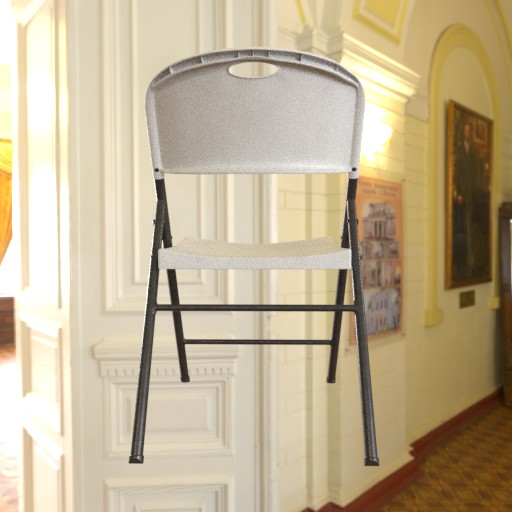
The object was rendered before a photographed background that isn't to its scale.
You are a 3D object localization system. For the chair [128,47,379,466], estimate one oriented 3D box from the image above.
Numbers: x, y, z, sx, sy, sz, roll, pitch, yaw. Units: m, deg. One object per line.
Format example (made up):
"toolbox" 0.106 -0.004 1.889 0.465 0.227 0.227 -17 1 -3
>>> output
"chair" 0.000 0.000 1.124 0.494 0.810 0.566 0 1 1
